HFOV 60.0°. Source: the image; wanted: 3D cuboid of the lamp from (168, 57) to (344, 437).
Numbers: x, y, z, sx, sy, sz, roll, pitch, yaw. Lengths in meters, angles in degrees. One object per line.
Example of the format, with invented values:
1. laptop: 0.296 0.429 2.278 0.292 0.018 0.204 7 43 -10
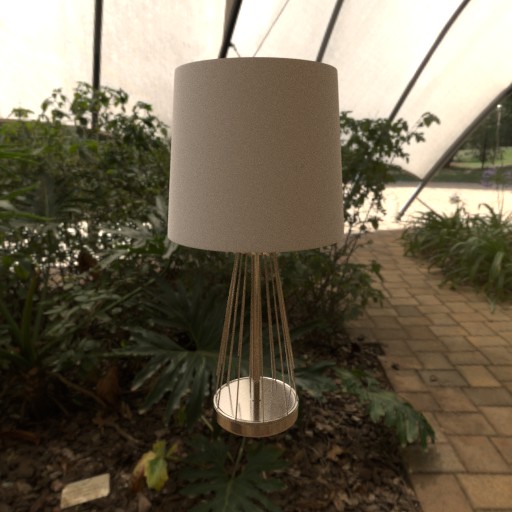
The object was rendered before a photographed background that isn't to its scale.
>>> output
1. lamp: 0.000 0.000 0.785 0.303 0.618 0.303 0 14 0
